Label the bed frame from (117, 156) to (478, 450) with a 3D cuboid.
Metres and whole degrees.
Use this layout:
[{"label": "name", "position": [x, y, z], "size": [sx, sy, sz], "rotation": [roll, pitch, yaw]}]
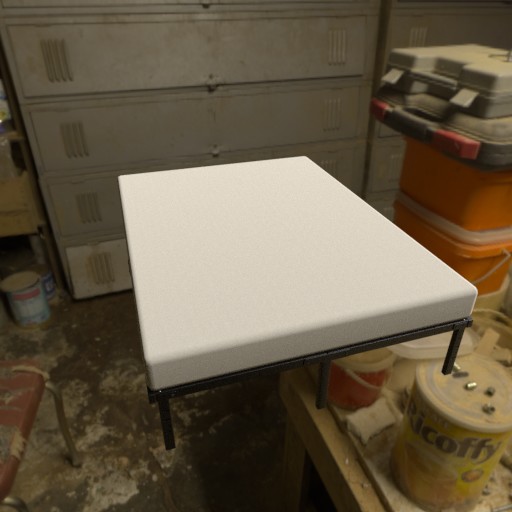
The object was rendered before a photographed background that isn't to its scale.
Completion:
[{"label": "bed frame", "position": [0.000, 0.000, 3.601], "size": [1.990, 0.680, 2.635], "rotation": [-9, 32, -15]}]
